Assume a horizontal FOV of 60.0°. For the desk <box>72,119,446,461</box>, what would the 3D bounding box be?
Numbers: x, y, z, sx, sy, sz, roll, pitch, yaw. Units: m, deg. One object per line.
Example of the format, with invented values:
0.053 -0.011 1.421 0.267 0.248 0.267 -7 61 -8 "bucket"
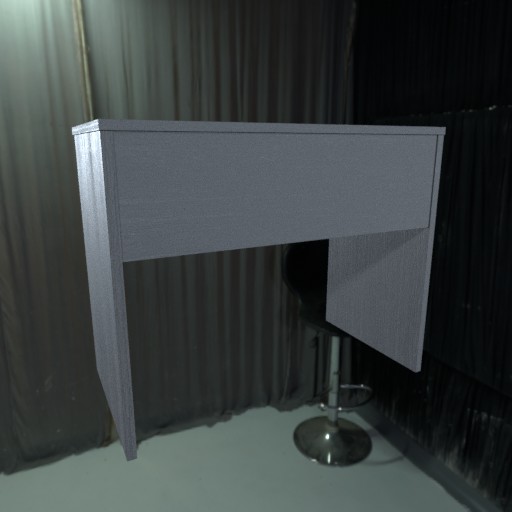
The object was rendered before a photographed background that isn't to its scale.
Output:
0.000 0.000 1.299 0.893 0.724 0.498 -7 16 -26 "desk"
